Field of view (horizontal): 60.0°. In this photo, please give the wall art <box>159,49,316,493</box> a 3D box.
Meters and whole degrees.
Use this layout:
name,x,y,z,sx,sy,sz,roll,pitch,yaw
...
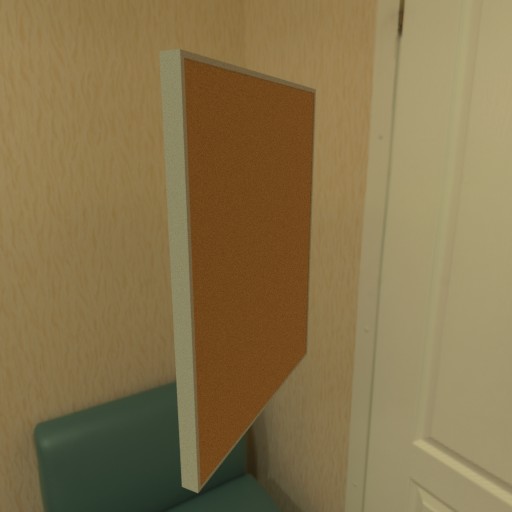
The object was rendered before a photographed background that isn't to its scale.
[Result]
name,x,y,z,sx,sy,sz,roll,pitch,yaw
wall art,0.000,0.000,1.007,0.055,0.763,0.611,7,17,25
